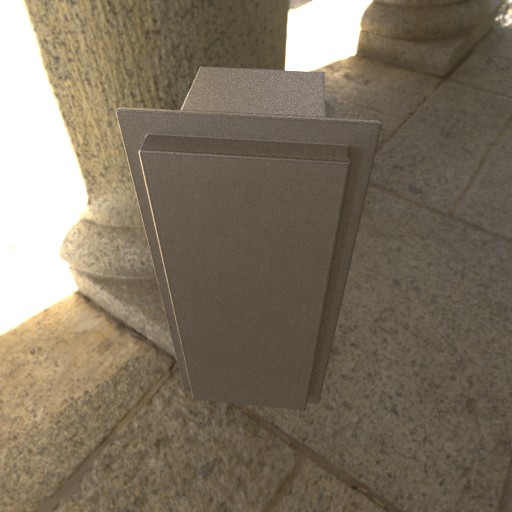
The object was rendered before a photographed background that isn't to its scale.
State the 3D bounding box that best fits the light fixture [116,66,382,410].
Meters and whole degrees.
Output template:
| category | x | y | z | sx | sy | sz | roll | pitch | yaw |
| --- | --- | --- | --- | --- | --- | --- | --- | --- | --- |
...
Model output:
| category | x | y | z | sx | sy | sz | roll | pitch | yaw |
| --- | --- | --- | --- | --- | --- | --- | --- | --- | --- |
| light fixture | 0.000 | 0.000 | 0.457 | 0.168 | 0.380 | 0.160 | 4 | 46 | 4 |
